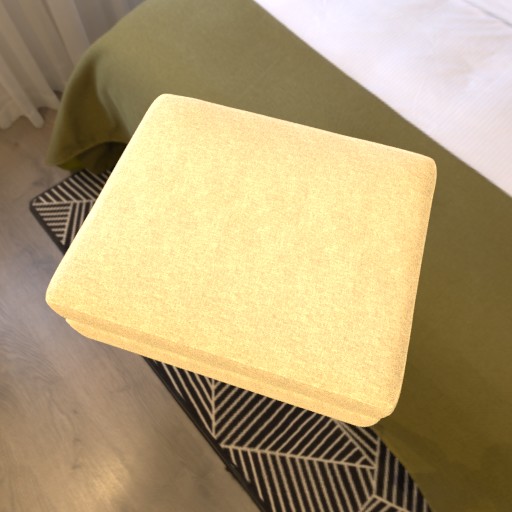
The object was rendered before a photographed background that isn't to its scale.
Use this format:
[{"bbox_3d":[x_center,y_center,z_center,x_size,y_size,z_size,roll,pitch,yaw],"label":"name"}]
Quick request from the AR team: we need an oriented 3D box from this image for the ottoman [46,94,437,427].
[{"bbox_3d":[0.000,0.000,1.247,0.821,0.474,0.693,16,64,8],"label":"ottoman"}]
